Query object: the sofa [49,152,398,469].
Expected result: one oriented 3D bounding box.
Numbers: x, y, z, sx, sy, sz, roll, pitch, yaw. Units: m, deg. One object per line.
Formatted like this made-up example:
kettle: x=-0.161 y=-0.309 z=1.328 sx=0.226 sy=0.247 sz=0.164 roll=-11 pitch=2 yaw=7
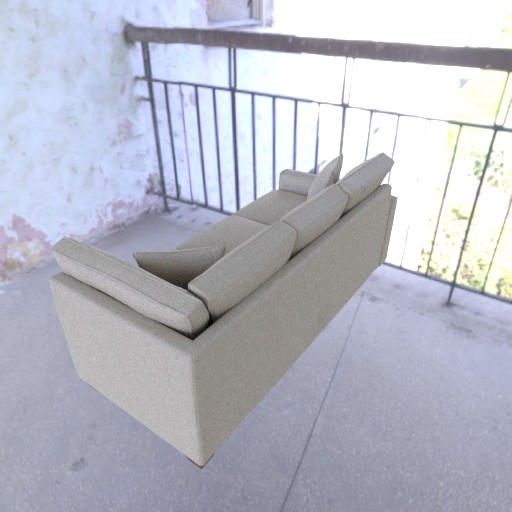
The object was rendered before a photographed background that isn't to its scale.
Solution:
sofa: x=0.000 y=0.000 z=2.932 sx=1.061 sy=0.962 sz=2.317 roll=20 pitch=37 yaw=30
